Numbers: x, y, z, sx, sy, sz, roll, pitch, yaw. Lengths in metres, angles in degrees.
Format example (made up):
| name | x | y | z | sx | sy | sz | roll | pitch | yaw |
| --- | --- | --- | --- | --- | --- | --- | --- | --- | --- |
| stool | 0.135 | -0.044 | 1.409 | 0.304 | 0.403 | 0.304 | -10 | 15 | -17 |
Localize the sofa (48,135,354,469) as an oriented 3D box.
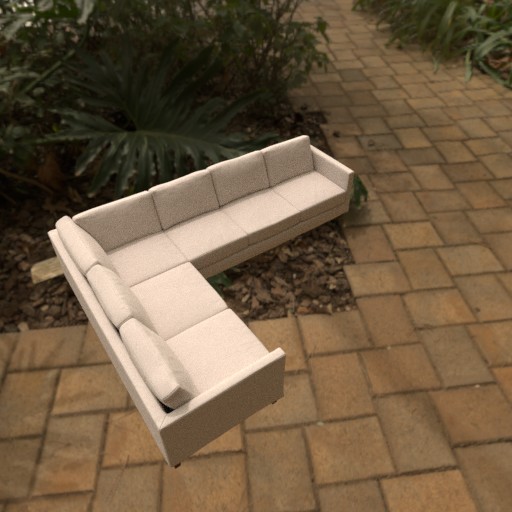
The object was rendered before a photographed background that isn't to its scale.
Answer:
| name | x | y | z | sx | sy | sz | roll | pitch | yaw |
| --- | --- | --- | --- | --- | --- | --- | --- | --- | --- |
| sofa | 0.000 | 0.000 | 4.326 | 3.182 | 0.863 | 2.432 | -25 | 48 | -25 |
